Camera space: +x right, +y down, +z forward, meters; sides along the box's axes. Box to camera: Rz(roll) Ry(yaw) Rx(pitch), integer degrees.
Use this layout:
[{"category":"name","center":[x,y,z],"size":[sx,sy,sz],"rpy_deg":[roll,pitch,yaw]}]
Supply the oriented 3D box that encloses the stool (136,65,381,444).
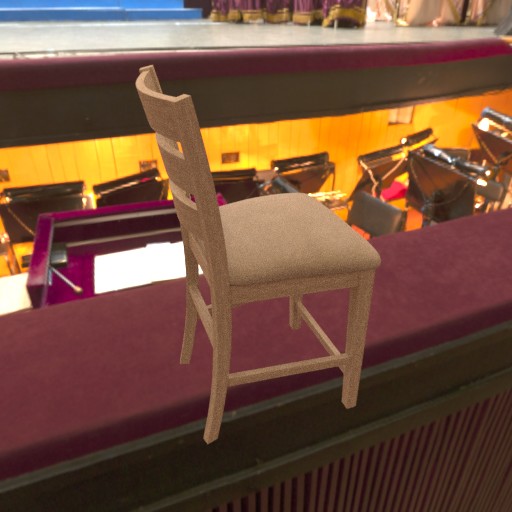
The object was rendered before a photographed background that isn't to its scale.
[{"category":"stool","center":[0.000,0.000,1.331],"size":[0.569,1.032,0.484],"rpy_deg":[-11,32,-18]}]
